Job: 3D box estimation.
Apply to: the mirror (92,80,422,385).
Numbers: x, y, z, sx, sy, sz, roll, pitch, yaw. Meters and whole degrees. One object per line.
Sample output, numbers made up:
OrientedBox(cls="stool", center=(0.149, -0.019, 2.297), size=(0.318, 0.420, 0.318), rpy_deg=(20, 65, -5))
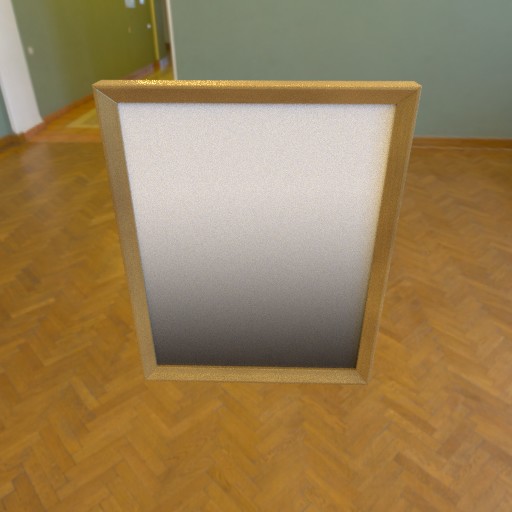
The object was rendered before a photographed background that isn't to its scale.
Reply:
OrientedBox(cls="mirror", center=(0.000, 0.000, 0.689), size=(0.406, 0.509, 0.041), rpy_deg=(1, 30, 1))
